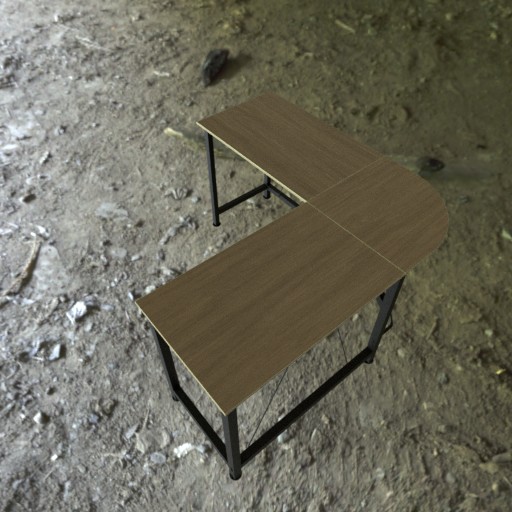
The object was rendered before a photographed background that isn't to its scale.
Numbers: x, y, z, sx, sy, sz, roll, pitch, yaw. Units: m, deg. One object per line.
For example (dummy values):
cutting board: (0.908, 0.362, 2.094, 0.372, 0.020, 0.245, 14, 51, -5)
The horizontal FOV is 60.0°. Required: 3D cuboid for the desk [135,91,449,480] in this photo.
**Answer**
desk: (0.000, 0.000, 2.261, 1.400, 0.762, 1.400, -32, 55, -26)
